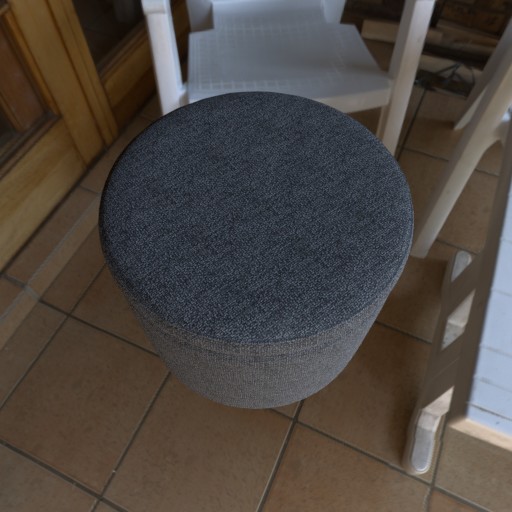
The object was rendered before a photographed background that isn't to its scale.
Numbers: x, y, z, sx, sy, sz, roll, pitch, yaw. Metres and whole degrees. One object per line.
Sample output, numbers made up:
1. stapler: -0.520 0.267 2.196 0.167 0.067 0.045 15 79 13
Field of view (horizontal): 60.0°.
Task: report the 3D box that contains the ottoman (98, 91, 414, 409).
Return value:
1. ottoman: 0.000 0.000 0.892 0.520 0.430 0.520 0 59 0
